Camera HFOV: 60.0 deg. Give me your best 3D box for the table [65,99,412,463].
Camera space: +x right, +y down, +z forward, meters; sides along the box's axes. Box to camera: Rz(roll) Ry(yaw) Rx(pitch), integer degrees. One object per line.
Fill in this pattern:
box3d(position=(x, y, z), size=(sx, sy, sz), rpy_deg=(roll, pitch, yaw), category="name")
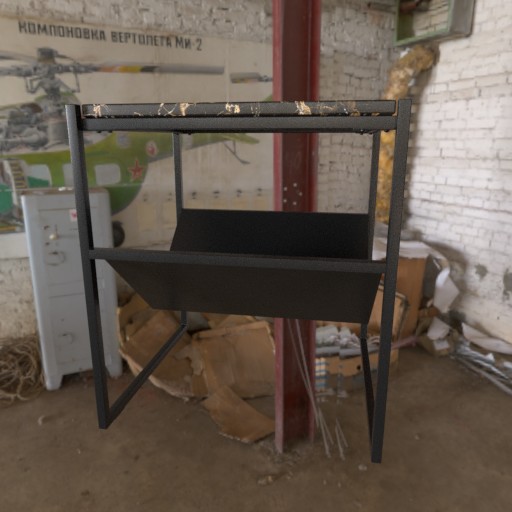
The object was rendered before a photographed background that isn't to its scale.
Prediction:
box3d(position=(0.000, 0.000, 0.857), size=(0.469, 0.534, 0.432), rpy_deg=(3, 15, 10), category="table")
